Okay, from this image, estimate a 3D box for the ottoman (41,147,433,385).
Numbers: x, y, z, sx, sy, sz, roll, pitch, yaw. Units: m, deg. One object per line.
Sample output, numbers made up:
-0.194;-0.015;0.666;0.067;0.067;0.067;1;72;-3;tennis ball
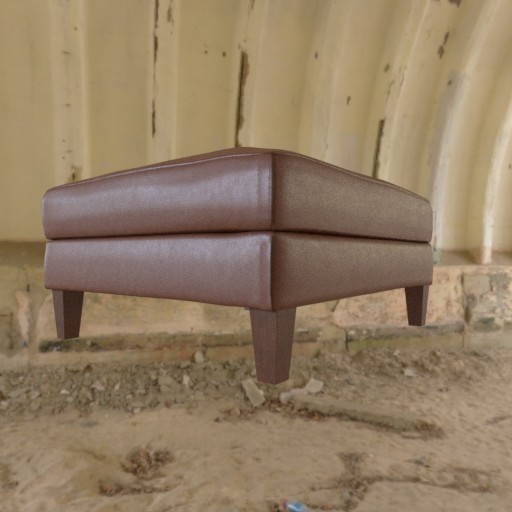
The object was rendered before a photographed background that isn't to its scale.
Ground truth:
0.000;0.000;1.399;0.836;0.472;0.987;0;0;37;ottoman
